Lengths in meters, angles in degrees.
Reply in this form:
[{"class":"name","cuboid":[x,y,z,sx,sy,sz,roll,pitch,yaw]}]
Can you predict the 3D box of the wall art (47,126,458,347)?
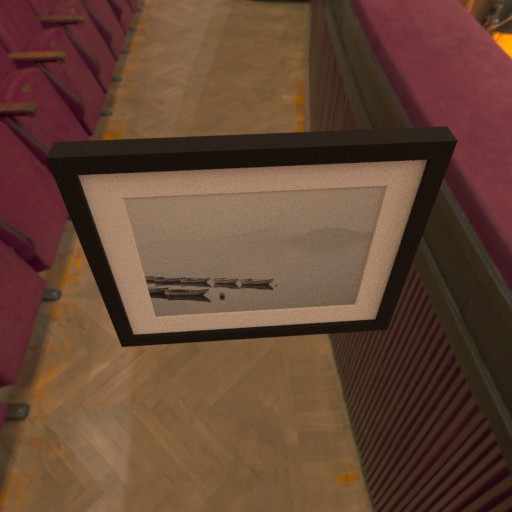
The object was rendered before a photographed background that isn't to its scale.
[{"class":"wall art","cuboid":[0.000,0.000,0.553,0.397,0.325,0.028,-3,46,-3]}]
